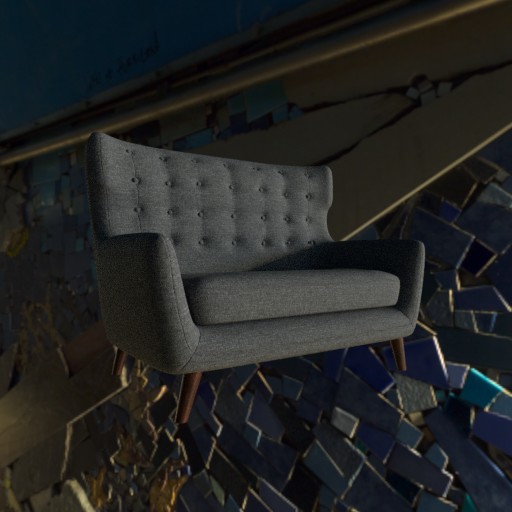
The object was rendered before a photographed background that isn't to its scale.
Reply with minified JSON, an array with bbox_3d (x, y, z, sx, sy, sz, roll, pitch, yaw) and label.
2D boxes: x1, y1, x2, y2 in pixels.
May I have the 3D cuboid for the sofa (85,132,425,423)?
[{"bbox_3d":[0.000,0.000,2.007,1.358,1.028,0.874,0,0,-35],"label":"sofa"}]
